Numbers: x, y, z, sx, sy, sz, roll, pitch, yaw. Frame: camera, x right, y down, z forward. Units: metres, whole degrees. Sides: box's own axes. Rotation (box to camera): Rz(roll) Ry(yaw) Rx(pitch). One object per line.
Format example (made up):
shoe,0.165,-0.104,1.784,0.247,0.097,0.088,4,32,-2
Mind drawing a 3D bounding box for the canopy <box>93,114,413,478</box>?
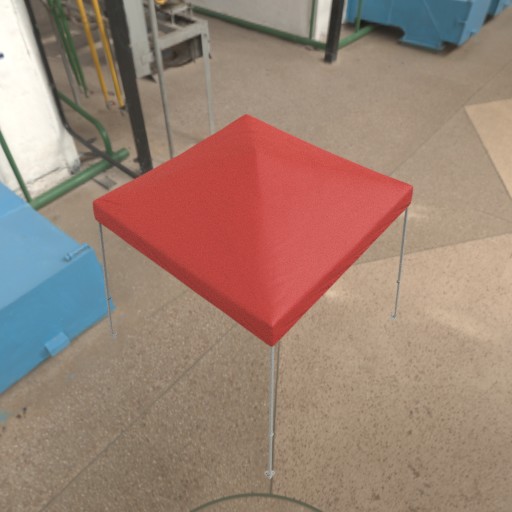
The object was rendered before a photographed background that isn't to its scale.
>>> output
canopy,0.000,0.000,6.576,3.600,3.600,3.599,32,54,27
